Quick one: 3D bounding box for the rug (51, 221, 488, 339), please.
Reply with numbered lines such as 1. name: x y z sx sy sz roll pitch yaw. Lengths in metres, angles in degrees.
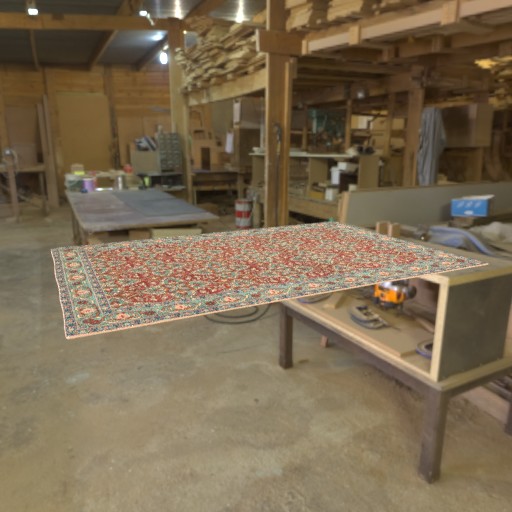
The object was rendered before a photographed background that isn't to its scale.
1. rug: 0.000 0.000 2.209 1.829 0.009 1.219 -7 16 -25
